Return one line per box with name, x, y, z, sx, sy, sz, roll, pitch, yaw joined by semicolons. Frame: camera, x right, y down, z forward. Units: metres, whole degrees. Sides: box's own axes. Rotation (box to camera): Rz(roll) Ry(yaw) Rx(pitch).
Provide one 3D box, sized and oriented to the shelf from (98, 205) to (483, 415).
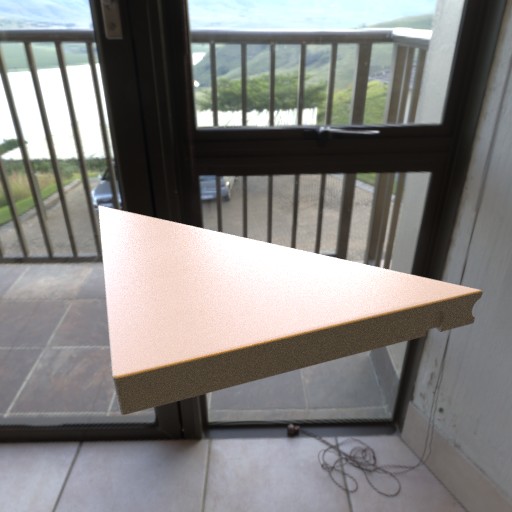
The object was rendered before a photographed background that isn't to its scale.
shelf;0.000;0.000;0.452;0.296;0.035;0.296;-10;31;-17
